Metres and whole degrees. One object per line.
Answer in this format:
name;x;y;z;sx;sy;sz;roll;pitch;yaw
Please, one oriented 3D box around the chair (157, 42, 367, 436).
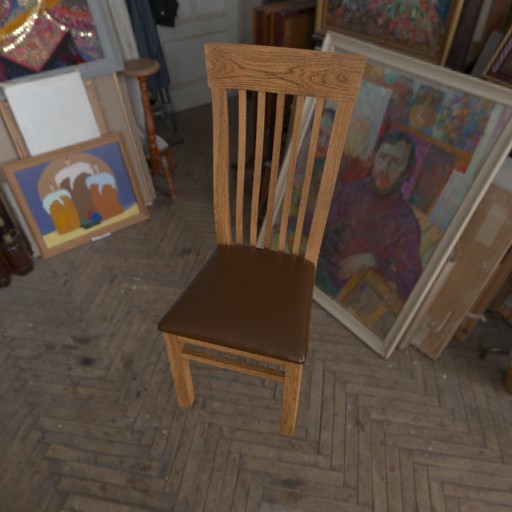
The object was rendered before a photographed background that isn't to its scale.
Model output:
chair;0.000;0.000;1.366;0.450;1.050;0.580;11;43;12
